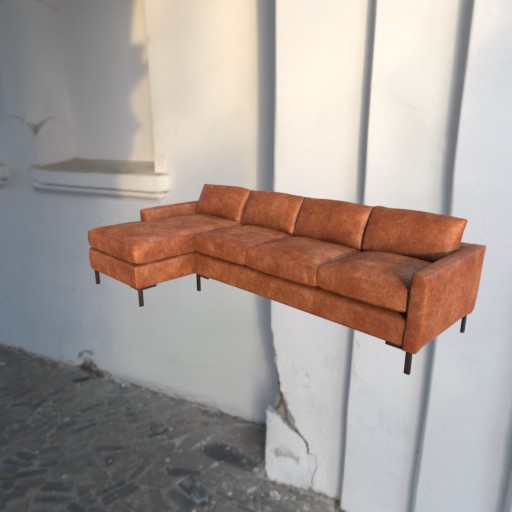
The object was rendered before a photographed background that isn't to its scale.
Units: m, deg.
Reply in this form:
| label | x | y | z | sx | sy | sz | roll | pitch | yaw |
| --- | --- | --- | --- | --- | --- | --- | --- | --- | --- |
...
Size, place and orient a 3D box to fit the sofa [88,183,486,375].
| label | x | y | z | sx | sy | sz | roll | pitch | yaw |
| --- | --- | --- | --- | --- | --- | --- | --- | --- | --- |
| sofa | 0.000 | 0.000 | 3.584 | 2.993 | 0.859 | 1.471 | 15 | 22 | 43 |
